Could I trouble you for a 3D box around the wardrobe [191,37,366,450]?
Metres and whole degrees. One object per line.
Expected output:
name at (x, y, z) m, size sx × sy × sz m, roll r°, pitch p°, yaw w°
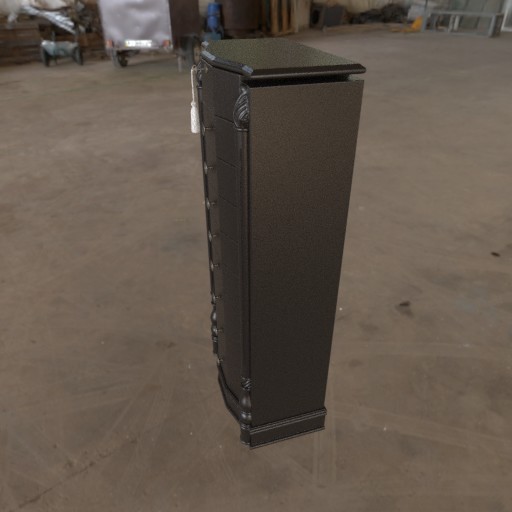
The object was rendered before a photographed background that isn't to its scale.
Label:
wardrobe at (0.000, 0.000, 1.194) m, size 0.295 × 1.011 × 0.444 m, roll -9°, pitch 34°, yaw -14°
